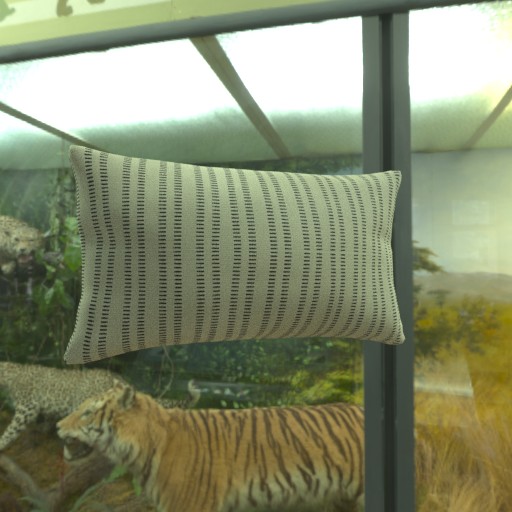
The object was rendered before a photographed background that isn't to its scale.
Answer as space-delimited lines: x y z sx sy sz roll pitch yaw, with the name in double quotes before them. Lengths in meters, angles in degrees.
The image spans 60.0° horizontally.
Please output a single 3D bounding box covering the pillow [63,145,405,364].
"pillow" 0.000 0.000 0.800 0.640 0.353 0.210 1 -2 -18
